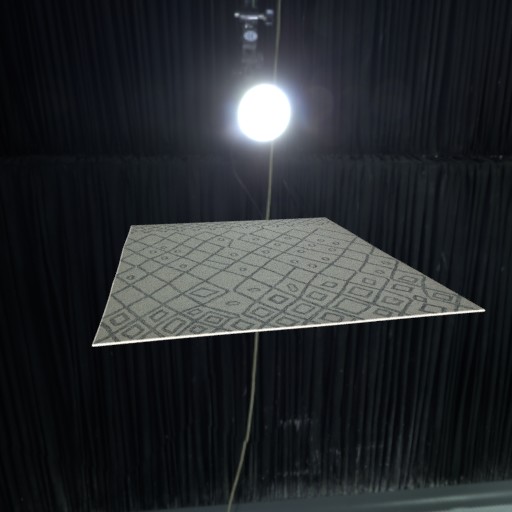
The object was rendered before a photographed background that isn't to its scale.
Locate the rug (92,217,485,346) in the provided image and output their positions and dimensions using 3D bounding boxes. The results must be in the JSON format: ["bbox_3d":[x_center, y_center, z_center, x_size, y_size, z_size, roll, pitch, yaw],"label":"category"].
[{"bbox_3d":[0.000,0.000,4.090,2.446,0.015,3.046,-3,17,-11],"label":"rug"}]
